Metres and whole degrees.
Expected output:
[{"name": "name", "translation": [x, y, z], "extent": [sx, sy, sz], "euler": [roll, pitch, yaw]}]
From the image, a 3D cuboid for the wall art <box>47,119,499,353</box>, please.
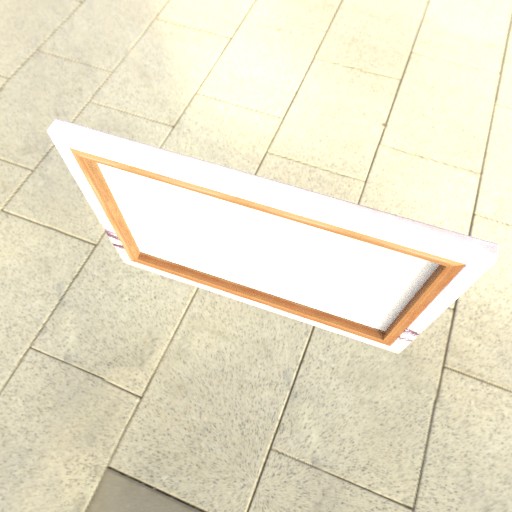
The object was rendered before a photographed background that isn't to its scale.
[{"name": "wall art", "translation": [0.000, 0.000, 1.127], "extent": [0.913, 0.609, 0.038], "euler": [17, 64, 9]}]
